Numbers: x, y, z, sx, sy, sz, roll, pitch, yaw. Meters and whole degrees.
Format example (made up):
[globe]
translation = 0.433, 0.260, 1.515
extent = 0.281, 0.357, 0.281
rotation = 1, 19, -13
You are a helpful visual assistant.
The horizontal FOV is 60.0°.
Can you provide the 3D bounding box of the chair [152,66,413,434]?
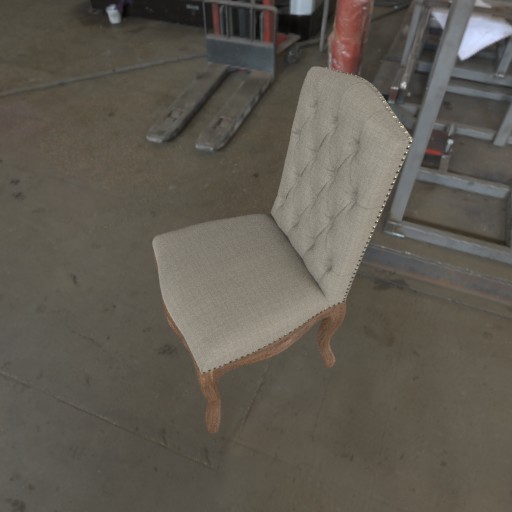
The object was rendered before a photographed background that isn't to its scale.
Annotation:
[chair]
translation = 0.000, 0.000, 1.618
extent = 0.731, 1.191, 0.637
rotation = -18, 50, -16
